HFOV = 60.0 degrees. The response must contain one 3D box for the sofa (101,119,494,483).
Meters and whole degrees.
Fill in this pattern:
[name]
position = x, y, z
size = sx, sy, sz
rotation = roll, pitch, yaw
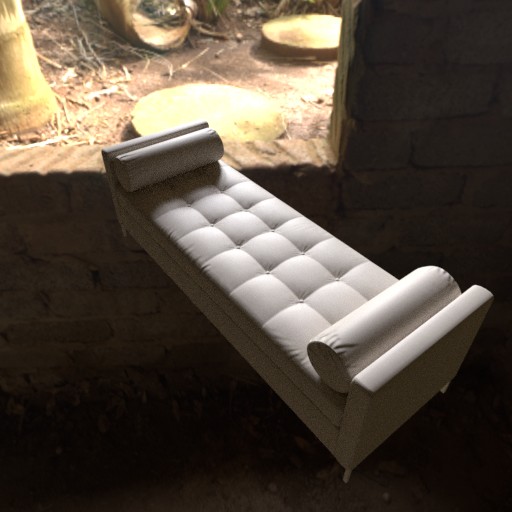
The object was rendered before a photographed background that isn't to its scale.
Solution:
[sofa]
position = 0.000, 0.000, 2.242
size = 0.686, 0.635, 1.981
rotation = -27, 47, -28
